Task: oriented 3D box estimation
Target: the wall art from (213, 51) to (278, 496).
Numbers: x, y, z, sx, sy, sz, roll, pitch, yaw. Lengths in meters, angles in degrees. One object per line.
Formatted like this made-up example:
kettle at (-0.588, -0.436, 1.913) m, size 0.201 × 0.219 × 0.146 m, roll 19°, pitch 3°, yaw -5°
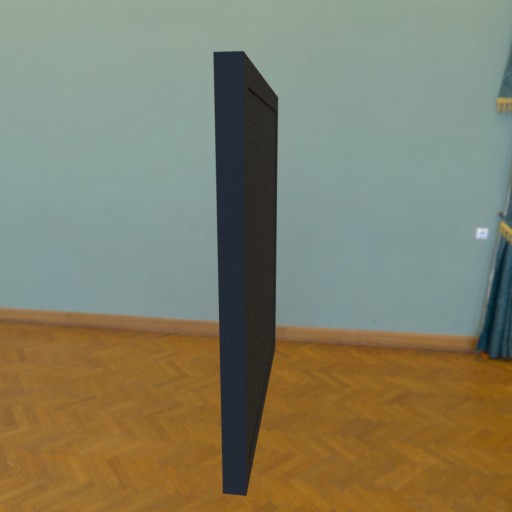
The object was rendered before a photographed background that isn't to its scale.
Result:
wall art at (0.000, 0.000, 0.756) m, size 0.033 × 0.559 × 0.457 m, roll 2°, pitch 14°, yaw 7°
